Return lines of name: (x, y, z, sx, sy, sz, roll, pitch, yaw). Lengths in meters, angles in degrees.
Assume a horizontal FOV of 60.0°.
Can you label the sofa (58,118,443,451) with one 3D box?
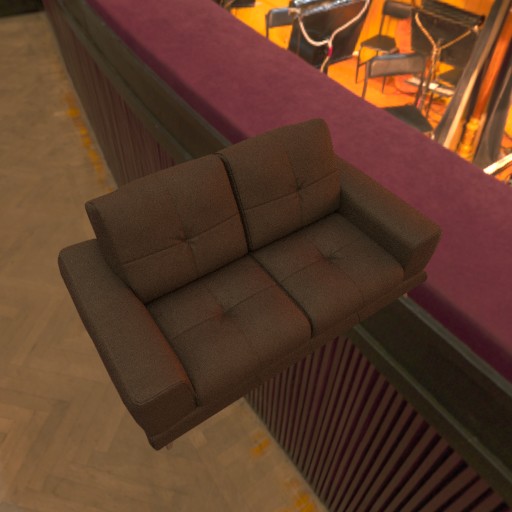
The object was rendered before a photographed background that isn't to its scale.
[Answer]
sofa: (0.000, 0.000, 2.345, 1.806, 0.907, 1.018, -26, 52, -23)
